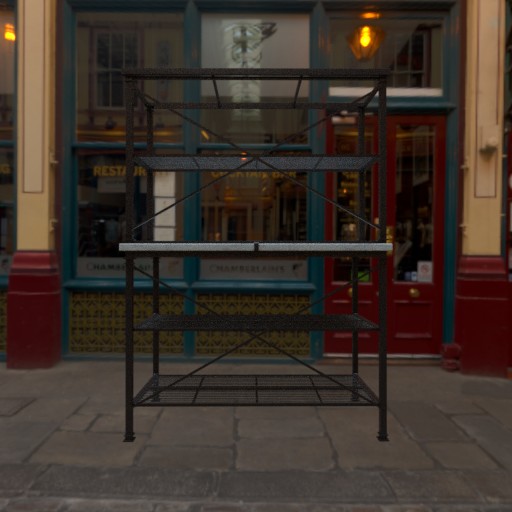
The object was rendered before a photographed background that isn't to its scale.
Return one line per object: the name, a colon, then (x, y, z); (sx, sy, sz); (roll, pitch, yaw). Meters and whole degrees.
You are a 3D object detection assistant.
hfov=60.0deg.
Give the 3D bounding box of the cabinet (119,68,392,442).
cabinet: (0.000, 0.000, 2.252); (1.210, 1.659, 0.610); (0, 0, 0)
